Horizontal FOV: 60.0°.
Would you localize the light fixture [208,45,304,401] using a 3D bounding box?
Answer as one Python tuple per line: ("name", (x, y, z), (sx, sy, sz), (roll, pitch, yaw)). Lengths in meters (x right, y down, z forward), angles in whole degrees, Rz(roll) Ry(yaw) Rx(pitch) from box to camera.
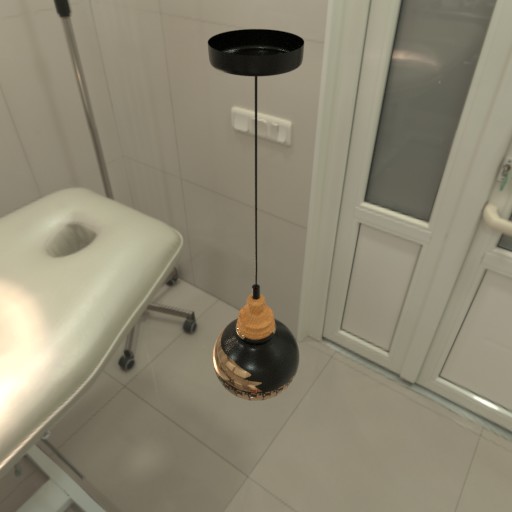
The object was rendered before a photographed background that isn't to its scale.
("light fixture", (0.000, 0.000, 1.784), (0.430, 1.606, 0.430), (24, 46, 26))
